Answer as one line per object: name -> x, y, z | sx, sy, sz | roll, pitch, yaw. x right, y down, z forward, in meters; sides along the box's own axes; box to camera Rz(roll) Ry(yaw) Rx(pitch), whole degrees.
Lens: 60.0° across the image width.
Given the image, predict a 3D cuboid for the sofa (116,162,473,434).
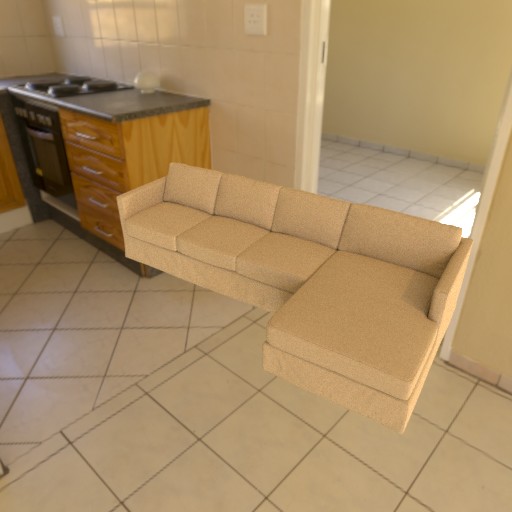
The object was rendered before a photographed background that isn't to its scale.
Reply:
sofa -> 0.000, 0.000, 3.857 | 3.177, 0.867, 1.622 | 18, 34, 28
